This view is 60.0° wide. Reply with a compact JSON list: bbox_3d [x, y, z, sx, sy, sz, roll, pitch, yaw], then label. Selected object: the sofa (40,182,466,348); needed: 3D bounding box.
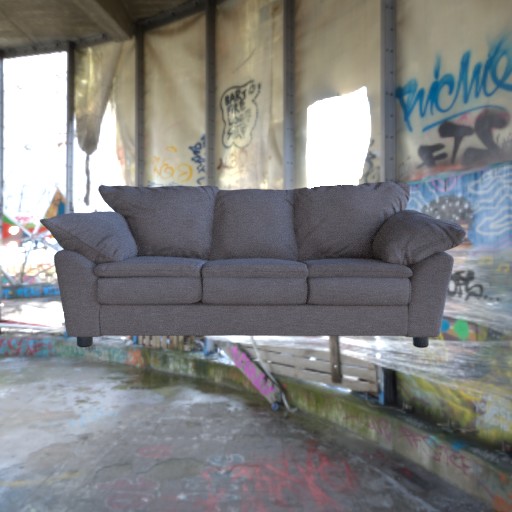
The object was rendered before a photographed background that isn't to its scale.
[{"bbox_3d":[0.000,0.000,2.860,2.390,1.043,0.927,0,0,0],"label":"sofa"}]
